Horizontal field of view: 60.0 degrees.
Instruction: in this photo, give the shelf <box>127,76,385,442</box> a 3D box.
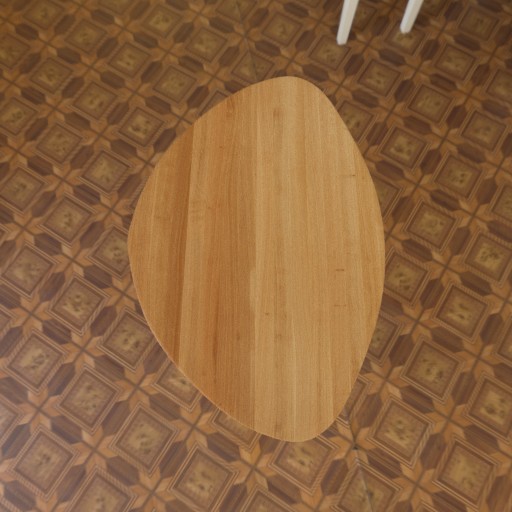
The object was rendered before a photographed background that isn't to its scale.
[{"bbox_3d":[0.000,0.000,1.670,0.845,0.440,1.246,0,75,0],"label":"shelf"}]
